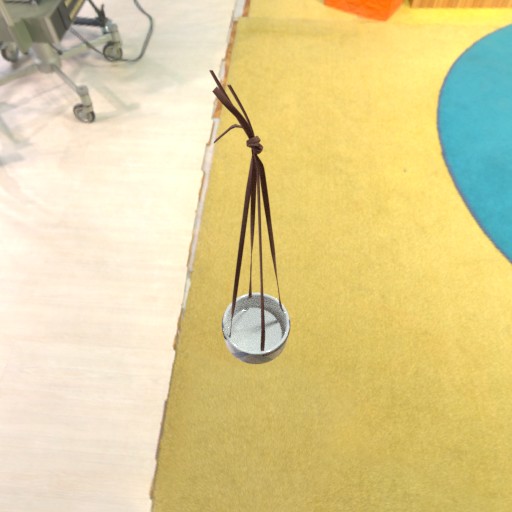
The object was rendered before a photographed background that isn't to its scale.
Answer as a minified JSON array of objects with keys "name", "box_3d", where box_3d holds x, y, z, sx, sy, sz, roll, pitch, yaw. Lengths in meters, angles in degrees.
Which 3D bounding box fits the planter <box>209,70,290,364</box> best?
[{"name":"planter","box_3d":[0.000,0.000,0.825,0.166,0.751,0.166,-30,61,-18]}]
